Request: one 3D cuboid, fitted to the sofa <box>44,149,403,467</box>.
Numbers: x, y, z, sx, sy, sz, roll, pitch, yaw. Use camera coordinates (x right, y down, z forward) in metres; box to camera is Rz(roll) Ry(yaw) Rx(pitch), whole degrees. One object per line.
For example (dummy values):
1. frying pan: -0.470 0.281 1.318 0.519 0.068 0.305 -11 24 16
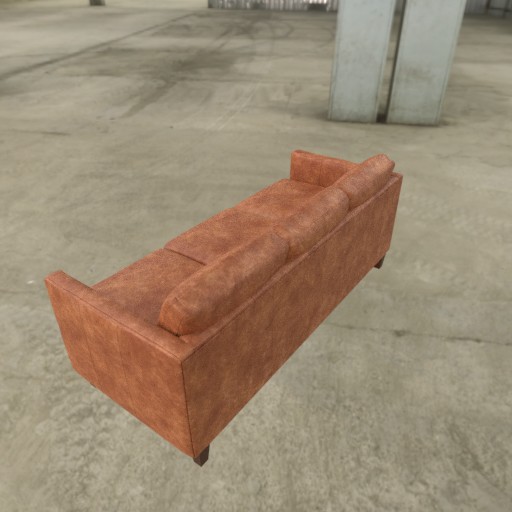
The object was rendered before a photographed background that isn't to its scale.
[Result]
1. sofa: 0.000 0.000 3.012 1.045 1.006 2.464 22 38 30
